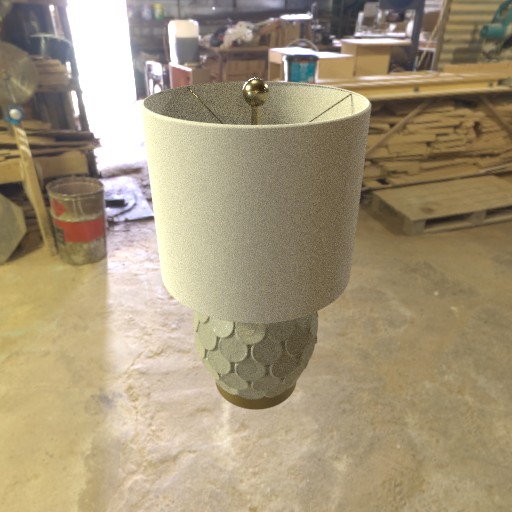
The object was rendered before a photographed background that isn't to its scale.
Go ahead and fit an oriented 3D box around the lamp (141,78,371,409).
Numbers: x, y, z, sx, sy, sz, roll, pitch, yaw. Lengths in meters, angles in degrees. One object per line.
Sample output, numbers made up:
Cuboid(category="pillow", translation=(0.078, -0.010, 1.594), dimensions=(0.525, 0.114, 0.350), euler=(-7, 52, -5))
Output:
Cuboid(category="lamp", translation=(0.000, 0.000, 0.601), dimensions=(0.254, 0.452, 0.254), euler=(0, 30, 0))
